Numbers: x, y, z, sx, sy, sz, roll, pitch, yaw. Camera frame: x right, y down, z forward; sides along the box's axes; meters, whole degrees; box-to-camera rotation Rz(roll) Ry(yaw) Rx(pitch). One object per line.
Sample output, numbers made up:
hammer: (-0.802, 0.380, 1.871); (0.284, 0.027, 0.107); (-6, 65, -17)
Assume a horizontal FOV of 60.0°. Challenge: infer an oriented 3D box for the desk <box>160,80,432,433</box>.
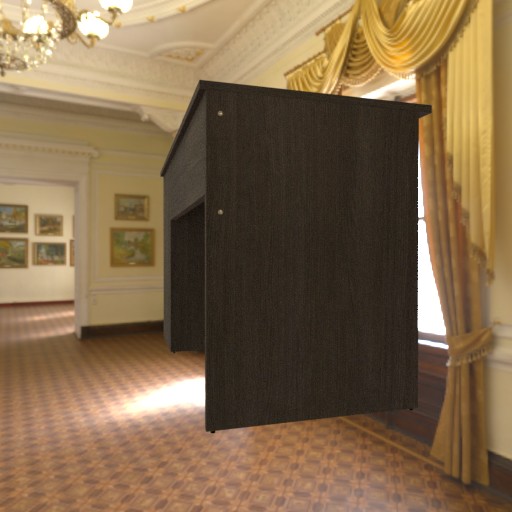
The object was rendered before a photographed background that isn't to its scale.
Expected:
desk: (0.000, 0.000, 1.512); (0.560, 0.730, 1.096); (0, 0, -16)
